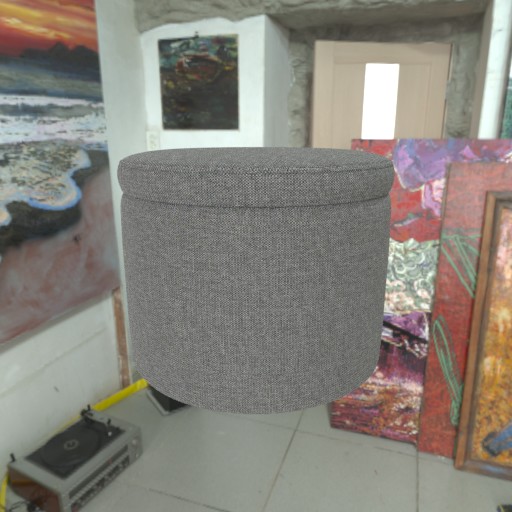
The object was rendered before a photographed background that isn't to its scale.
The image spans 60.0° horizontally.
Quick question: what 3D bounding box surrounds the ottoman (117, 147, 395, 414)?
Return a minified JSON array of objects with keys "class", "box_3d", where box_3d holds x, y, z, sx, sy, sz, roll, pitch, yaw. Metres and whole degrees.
[{"class":"ottoman","box_3d":[0.000,0.000,0.910,0.520,0.430,0.520,0,16,0]}]
